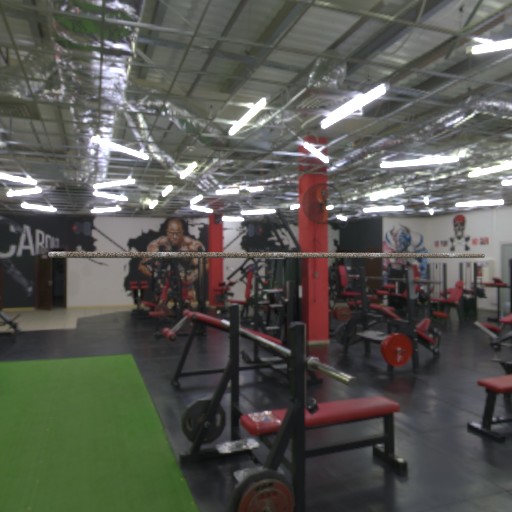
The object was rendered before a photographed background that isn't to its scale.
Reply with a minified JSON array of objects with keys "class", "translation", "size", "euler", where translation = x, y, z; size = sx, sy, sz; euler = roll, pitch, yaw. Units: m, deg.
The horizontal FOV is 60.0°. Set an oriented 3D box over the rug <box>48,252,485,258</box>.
[{"class":"rug","translation":[0.000,0.000,3.455],"size":[2.743,0.030,1.778],"euler":[0,0,-18]}]
